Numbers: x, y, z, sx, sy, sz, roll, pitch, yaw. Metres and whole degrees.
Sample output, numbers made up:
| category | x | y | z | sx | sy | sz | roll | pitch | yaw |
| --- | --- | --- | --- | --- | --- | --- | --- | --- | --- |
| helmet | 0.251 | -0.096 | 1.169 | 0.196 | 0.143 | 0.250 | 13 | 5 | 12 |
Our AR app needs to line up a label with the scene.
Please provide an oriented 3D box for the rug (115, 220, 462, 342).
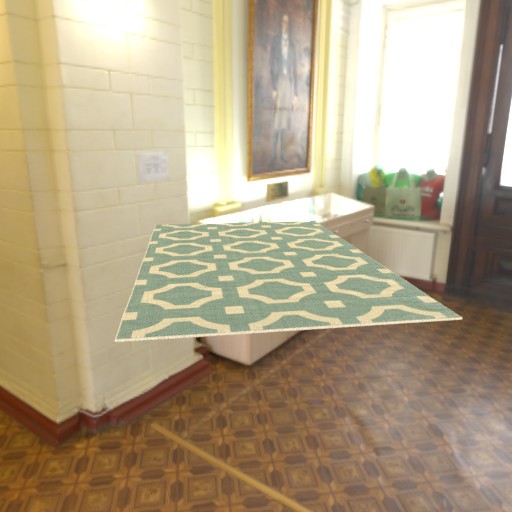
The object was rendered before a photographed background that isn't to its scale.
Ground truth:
| category | x | y | z | sx | sy | sz | roll | pitch | yaw |
| --- | --- | --- | --- | --- | --- | --- | --- | --- | --- |
| rug | 0.000 | 0.000 | 3.061 | 1.528 | 0.015 | 2.443 | -2 | 15 | -8 |
